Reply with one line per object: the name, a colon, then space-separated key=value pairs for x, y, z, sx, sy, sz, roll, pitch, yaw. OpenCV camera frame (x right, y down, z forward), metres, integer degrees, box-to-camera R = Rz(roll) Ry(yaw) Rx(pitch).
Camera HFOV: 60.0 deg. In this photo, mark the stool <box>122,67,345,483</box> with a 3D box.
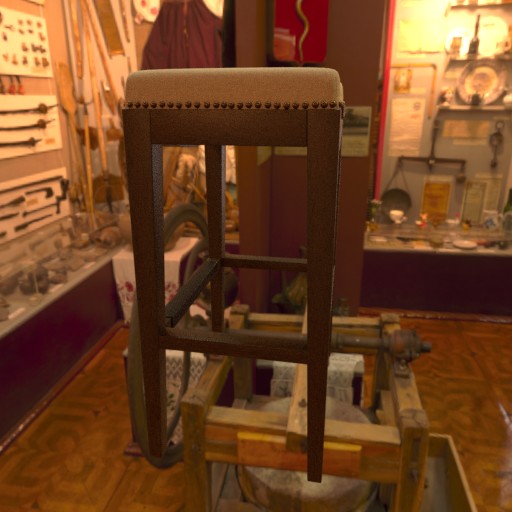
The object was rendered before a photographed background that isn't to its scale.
stool: x=0.000 y=0.000 z=1.005 sx=0.358 sy=0.759 sz=0.498 roll=4 pitch=19 yaw=10
